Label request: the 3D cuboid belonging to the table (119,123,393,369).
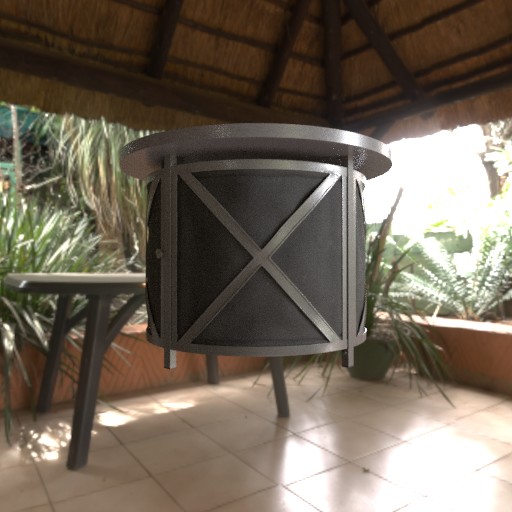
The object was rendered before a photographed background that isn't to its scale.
[{"bbox_3d":[0.000,0.000,1.549,0.914,0.650,0.914,0,0,0],"label":"table"}]
